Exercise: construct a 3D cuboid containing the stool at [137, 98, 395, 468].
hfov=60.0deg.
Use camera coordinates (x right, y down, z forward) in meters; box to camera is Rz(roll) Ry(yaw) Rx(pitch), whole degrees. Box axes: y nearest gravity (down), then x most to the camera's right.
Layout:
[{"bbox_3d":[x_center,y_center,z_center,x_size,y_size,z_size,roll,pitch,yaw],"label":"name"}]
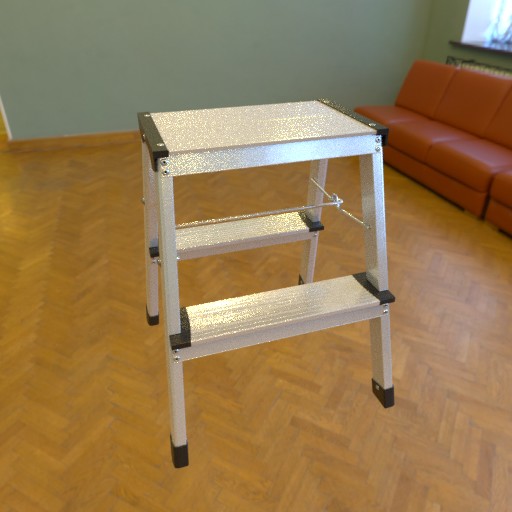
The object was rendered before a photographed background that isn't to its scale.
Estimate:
[{"bbox_3d":[0.000,0.000,0.790,0.404,0.480,0.405,-10,33,-15],"label":"stool"}]
